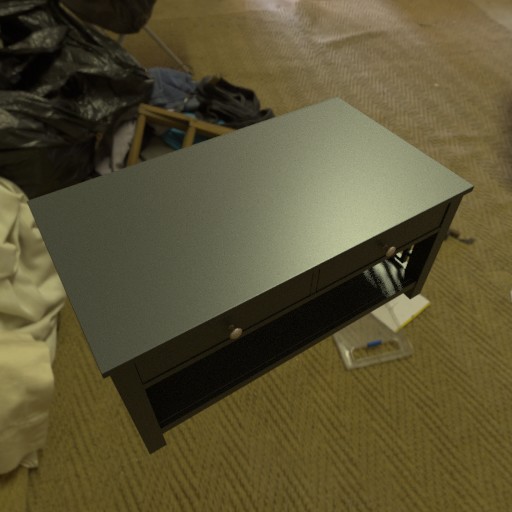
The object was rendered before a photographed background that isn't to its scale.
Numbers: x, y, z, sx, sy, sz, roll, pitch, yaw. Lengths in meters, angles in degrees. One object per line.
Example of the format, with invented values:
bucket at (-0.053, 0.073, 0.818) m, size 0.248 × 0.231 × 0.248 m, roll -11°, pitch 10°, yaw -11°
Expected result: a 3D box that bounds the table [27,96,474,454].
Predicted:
table at (0.000, 0.000, 1.387) m, size 1.068 × 0.493 × 0.612 m, roll -25°, pitch 52°, yaw -21°
